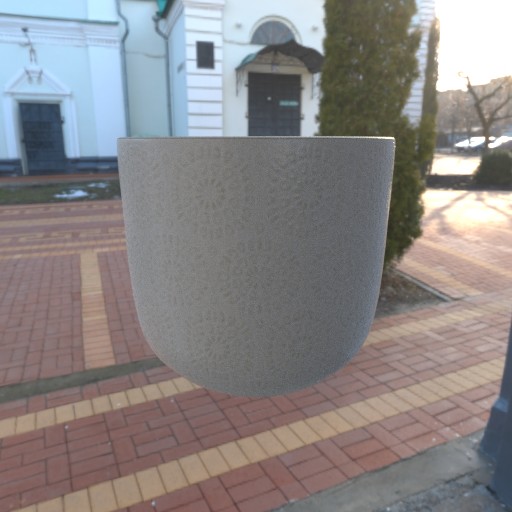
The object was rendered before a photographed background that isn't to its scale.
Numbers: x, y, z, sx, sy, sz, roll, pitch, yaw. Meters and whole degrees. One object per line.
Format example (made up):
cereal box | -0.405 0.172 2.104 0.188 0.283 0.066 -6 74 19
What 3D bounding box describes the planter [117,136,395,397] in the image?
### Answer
planter | 0.000 0.000 0.368 0.208 0.190 0.208 0 15 0
